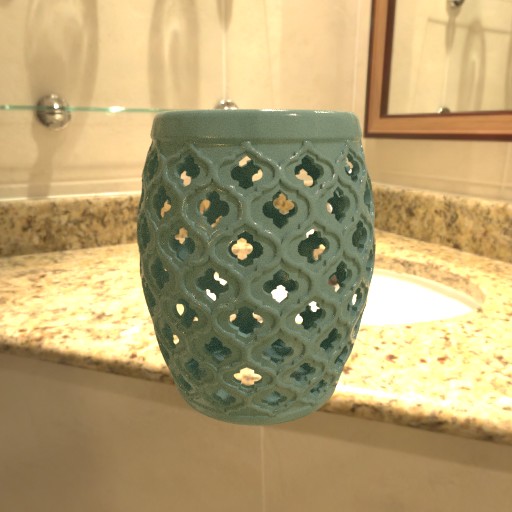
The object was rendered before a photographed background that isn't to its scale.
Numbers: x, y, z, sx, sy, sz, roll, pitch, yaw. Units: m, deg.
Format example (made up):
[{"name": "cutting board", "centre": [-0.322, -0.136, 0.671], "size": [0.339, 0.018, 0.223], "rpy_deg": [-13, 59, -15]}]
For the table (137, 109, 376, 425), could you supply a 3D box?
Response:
[{"name": "table", "centre": [0.000, 0.000, 0.630], "size": [0.325, 0.388, 0.325], "rpy_deg": [0, 16, 0]}]
